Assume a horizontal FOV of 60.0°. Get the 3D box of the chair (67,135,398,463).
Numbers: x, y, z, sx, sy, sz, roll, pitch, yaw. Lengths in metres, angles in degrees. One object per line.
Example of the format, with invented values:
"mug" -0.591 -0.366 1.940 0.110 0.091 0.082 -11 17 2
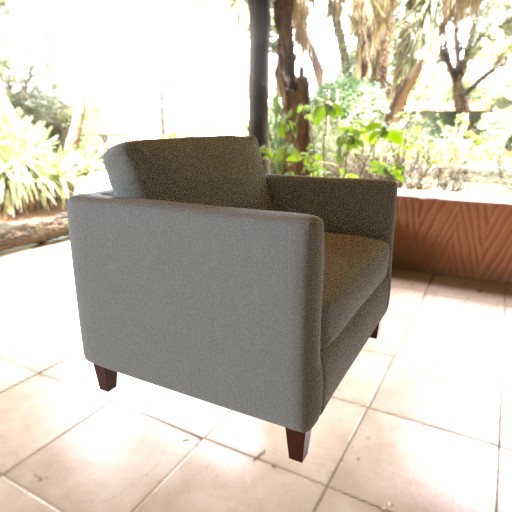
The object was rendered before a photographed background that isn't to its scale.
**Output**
"chair" 0.000 0.000 1.840 0.953 0.961 1.107 8 18 27
